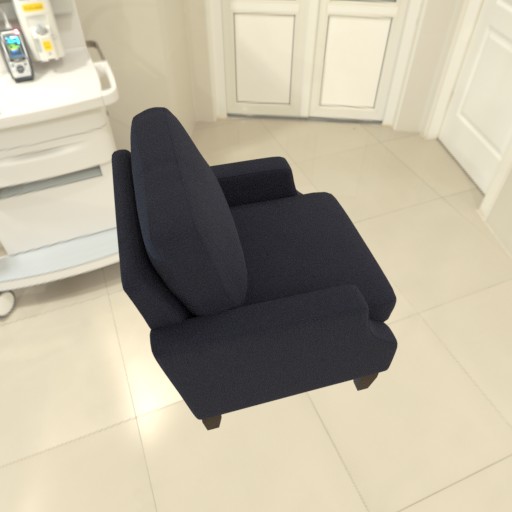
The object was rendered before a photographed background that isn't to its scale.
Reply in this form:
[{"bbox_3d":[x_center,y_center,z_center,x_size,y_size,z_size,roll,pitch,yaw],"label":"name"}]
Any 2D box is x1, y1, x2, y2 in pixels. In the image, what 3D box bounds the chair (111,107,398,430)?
[{"bbox_3d":[0.000,0.000,1.671,0.897,0.991,0.855,-11,47,-10],"label":"chair"}]
